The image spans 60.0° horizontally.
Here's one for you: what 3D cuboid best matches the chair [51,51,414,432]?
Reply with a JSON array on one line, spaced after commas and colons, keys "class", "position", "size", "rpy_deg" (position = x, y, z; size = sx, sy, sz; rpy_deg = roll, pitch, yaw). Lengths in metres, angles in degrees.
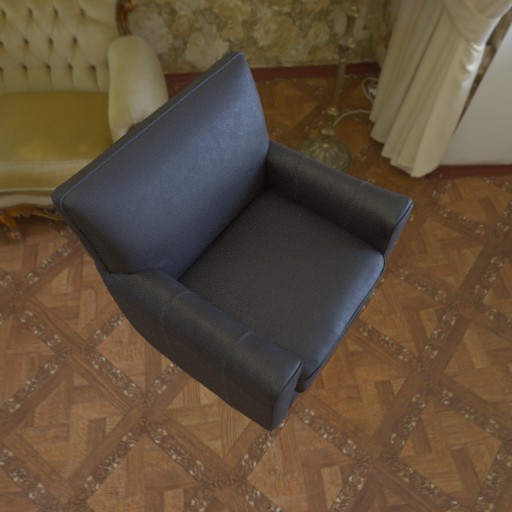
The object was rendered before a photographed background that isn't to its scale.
[{"class": "chair", "position": [0.000, 0.000, 1.627], "size": [0.825, 0.943, 0.870], "rpy_deg": [32, 63, 18]}]
